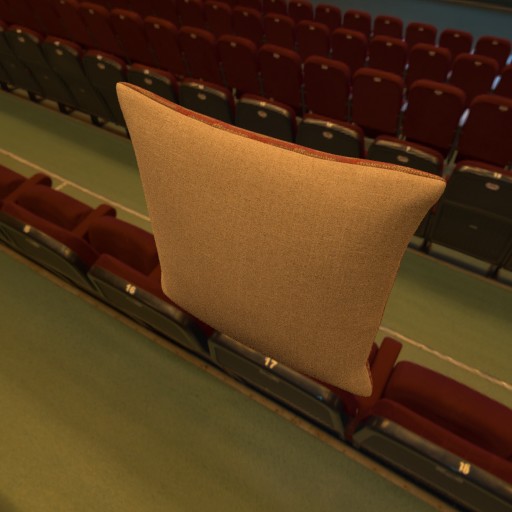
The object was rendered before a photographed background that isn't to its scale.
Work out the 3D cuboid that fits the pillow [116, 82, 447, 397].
[{"bbox_3d":[0.000,0.000,0.766,0.511,0.503,0.182,24,50,22],"label":"pillow"}]
